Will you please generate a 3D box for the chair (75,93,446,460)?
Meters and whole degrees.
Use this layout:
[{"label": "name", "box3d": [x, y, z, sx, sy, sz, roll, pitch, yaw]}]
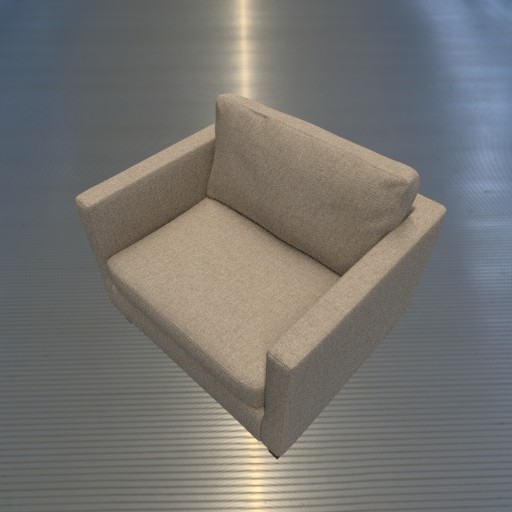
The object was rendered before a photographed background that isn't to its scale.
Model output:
[{"label": "chair", "box3d": [0.000, 0.000, 1.849, 1.107, 0.961, 0.959, 34, 55, 28]}]
